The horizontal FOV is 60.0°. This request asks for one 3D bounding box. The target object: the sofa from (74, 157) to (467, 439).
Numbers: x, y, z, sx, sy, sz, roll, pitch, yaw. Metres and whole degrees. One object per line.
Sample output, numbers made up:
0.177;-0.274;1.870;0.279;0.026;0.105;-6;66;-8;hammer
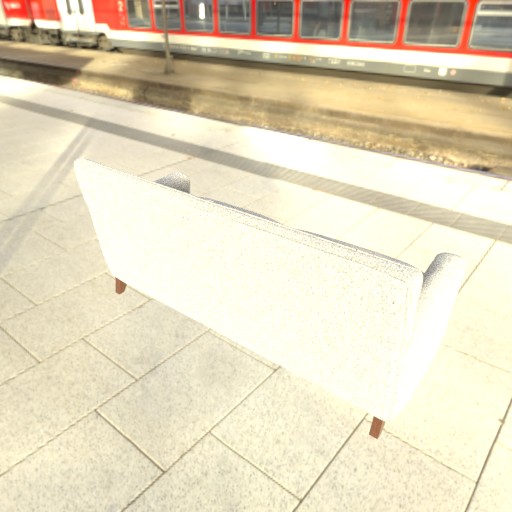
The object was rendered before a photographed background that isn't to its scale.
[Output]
0.000;0.000;2.500;2.026;0.942;0.854;21;37;31;sofa
